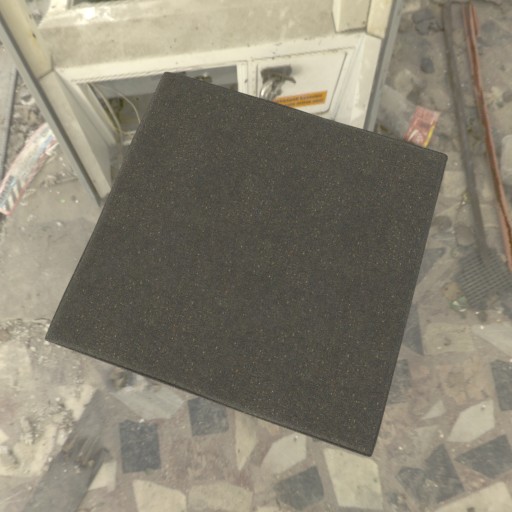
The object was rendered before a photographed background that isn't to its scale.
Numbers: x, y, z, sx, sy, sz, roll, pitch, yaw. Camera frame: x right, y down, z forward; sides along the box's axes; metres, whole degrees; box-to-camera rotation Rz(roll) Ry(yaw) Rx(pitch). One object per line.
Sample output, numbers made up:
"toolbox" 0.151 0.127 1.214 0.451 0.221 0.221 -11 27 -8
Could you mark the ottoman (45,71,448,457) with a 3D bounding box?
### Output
"ottoman" 0.000 0.000 1.526 1.004 0.382 0.968 18 76 5
